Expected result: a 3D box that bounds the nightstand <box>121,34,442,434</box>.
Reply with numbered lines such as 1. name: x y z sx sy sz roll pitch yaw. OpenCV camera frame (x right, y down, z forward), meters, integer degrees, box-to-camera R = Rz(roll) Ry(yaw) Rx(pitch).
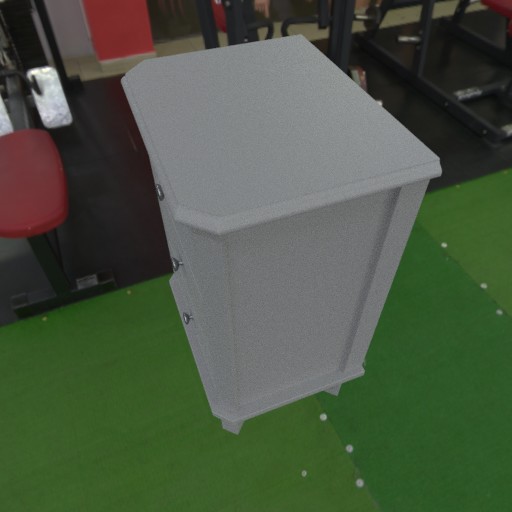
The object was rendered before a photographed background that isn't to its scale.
1. nightstand: 0.000 0.000 0.921 0.350 0.680 0.450 -16 50 -14
